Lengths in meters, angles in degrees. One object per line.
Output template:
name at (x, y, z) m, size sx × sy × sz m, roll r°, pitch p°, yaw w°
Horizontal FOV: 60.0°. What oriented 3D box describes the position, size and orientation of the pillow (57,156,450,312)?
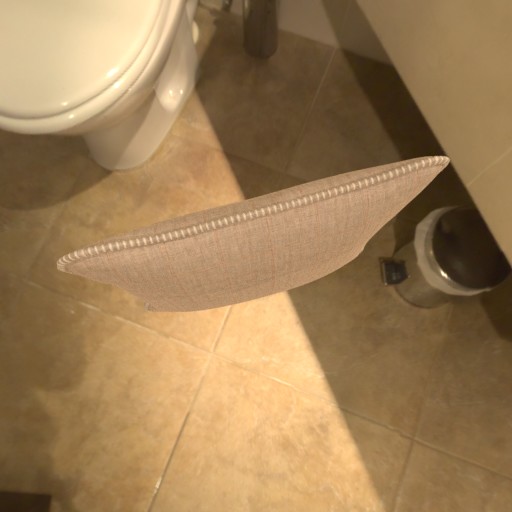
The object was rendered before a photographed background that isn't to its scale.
pillow at (0.000, 0.000, 0.741) m, size 0.485 × 0.494 × 0.124 m, roll -15°, pitch 77°, yaw -4°
